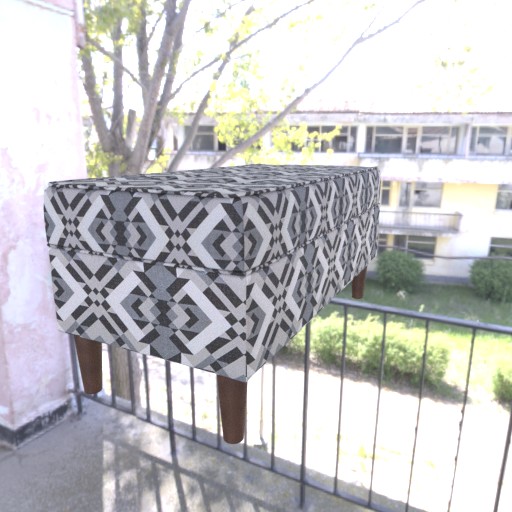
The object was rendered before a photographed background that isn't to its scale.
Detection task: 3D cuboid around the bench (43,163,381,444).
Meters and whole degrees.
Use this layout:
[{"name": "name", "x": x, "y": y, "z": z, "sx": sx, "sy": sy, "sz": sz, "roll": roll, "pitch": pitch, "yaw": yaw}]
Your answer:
[{"name": "bench", "x": 0.000, "y": 0.000, "z": 1.277, "sx": 0.492, "sy": 0.477, "sz": 1.016, "roll": 7, "pitch": 16, "yaw": 26}]
